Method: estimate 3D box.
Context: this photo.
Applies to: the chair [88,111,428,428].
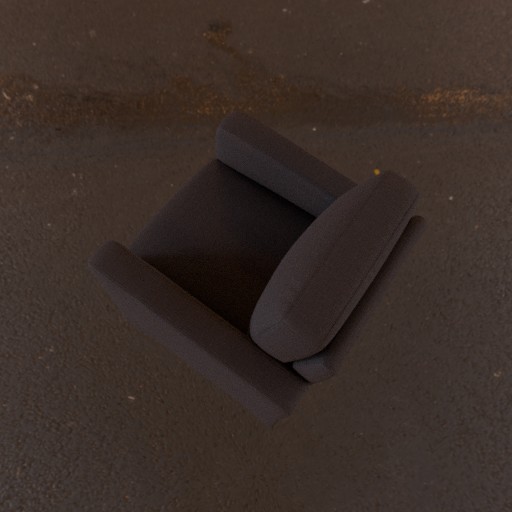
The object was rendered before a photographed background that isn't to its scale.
[{"bbox_3d":[0.000,0.000,1.550,0.863,0.855,0.798,32,68,15],"label":"chair"}]
